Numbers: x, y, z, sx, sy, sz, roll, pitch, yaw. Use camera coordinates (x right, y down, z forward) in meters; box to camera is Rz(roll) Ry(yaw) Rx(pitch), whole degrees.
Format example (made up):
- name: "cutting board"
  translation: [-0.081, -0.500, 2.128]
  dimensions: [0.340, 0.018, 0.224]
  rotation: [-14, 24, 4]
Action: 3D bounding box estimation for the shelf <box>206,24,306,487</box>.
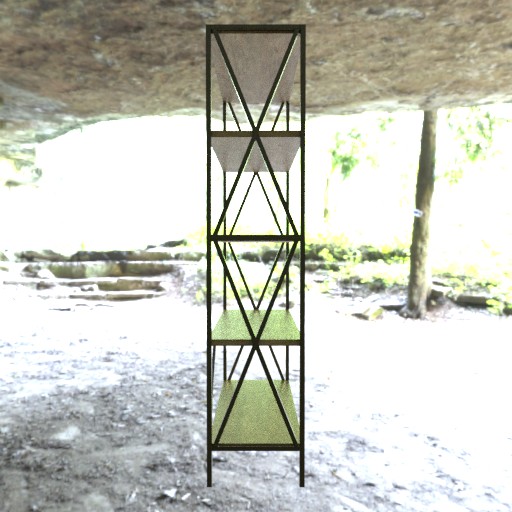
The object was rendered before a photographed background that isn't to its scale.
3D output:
- name: "shelf"
  translation: [0.000, 0.000, 2.163]
  dimensions: [0.386, 1.803, 0.874]
  rotation: [0, 1, 0]
